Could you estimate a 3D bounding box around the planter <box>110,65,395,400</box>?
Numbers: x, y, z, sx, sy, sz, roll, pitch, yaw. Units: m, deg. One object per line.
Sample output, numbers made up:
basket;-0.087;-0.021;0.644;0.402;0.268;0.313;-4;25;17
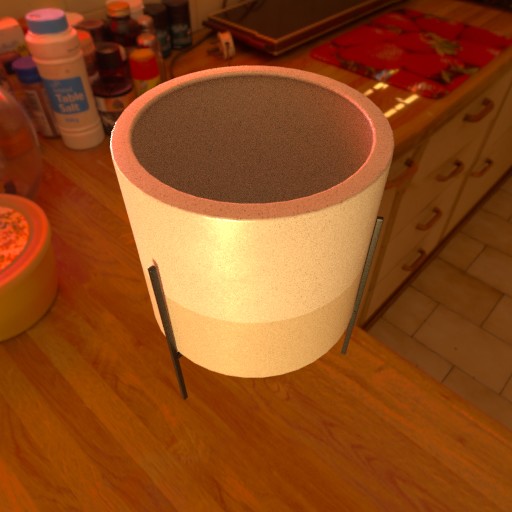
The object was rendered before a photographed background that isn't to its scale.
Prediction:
planter;0.000;0.000;0.740;0.368;0.484;0.359;10;48;9
